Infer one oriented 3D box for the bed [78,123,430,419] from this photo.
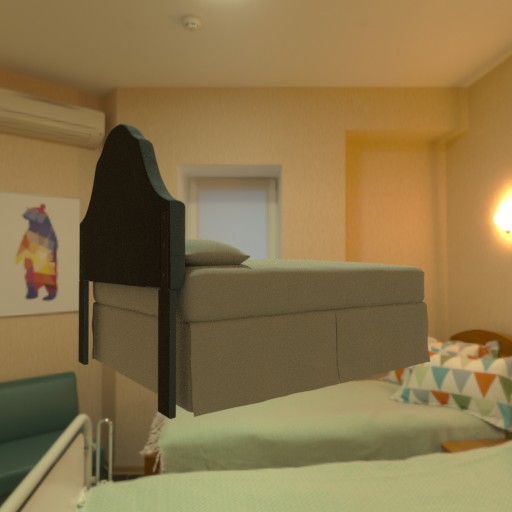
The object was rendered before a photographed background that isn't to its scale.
[{"bbox_3d":[0.000,0.000,3.341,2.155,1.575,1.636,1,-1,-37],"label":"bed"}]
